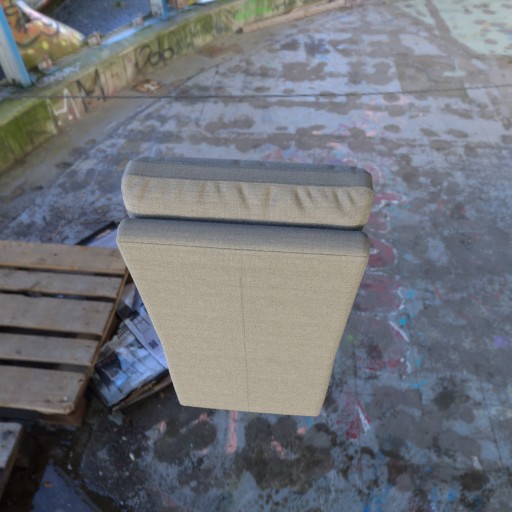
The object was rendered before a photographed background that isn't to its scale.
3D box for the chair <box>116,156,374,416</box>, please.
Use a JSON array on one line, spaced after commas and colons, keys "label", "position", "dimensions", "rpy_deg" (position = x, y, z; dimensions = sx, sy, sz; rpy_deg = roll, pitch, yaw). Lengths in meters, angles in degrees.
[{"label": "chair", "position": [0.000, 0.000, 1.328], "dimensions": [0.503, 0.927, 0.698], "rpy_deg": [4, 47, 3]}]
